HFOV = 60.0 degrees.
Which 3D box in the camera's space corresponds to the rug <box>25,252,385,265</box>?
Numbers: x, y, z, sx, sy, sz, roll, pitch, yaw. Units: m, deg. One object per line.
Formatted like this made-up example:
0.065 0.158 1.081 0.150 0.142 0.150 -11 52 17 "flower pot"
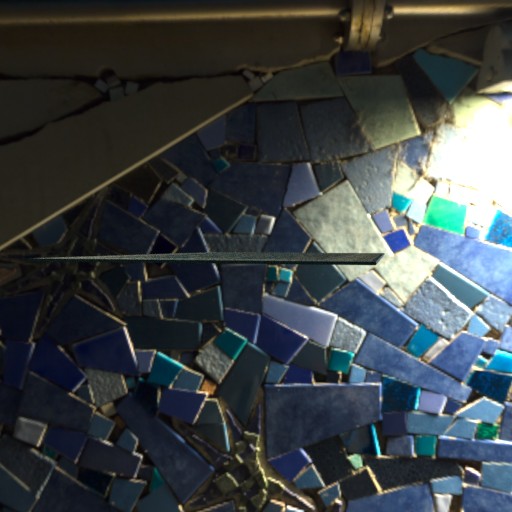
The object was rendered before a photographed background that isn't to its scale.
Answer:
0.000 0.000 2.908 1.594 0.013 2.213 0 1 17 "rug"
